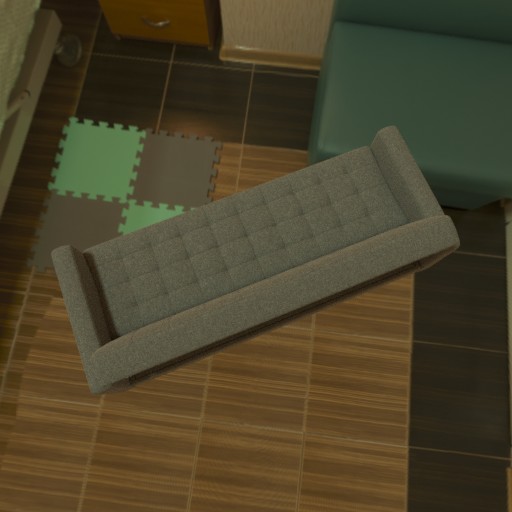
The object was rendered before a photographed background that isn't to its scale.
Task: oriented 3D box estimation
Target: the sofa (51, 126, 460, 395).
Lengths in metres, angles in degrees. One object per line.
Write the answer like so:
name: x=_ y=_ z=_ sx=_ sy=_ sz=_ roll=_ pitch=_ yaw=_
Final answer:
sofa: x=0.000 y=0.000 z=2.488 sx=2.040 sy=0.850 sz=0.810 roll=-21 pitch=75 yaw=-6
